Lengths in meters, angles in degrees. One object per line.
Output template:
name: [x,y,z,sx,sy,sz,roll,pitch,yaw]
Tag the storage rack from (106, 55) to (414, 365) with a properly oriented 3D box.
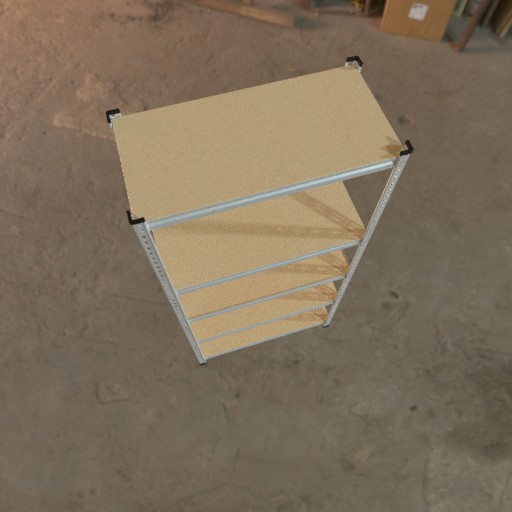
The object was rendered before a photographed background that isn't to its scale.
storage rack: [0.000,0.000,2.258,0.914,1.829,0.457,-15,64,-8]
